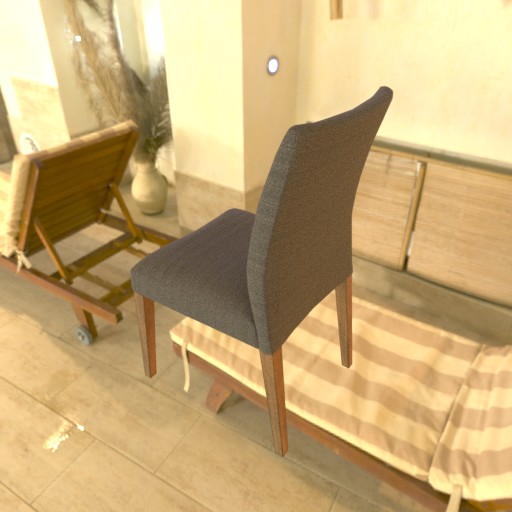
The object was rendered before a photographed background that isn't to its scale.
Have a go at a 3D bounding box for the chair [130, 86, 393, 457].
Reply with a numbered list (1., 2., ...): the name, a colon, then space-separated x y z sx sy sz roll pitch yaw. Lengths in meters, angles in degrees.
1. chair: 0.000 0.000 1.296 0.585 0.940 0.496 22 39 30
